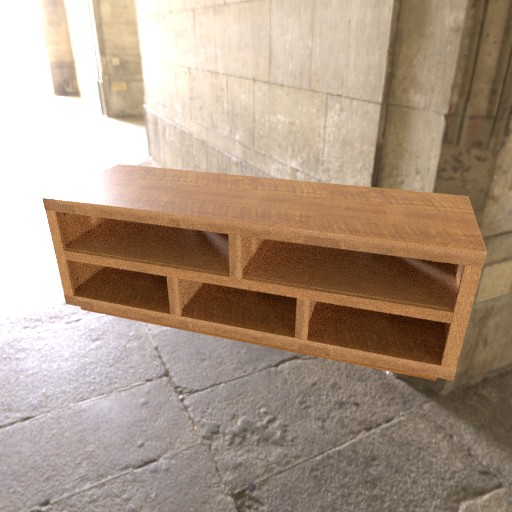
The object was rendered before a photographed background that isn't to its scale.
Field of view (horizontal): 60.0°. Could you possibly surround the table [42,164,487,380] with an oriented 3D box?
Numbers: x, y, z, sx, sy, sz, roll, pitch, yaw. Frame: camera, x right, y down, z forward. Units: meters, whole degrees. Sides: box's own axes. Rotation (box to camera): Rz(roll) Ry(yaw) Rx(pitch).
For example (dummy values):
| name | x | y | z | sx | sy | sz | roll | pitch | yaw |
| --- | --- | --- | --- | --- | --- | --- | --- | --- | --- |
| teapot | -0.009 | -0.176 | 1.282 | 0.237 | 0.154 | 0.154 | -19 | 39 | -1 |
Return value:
| name | x | y | z | sx | sy | sz | roll | pitch | yaw |
| --- | --- | --- | --- | --- | --- | --- | --- | --- | --- |
| table | 0.000 | 0.000 | 1.750 | 1.499 | 0.491 | 0.499 | 8 | 28 | 16 |
